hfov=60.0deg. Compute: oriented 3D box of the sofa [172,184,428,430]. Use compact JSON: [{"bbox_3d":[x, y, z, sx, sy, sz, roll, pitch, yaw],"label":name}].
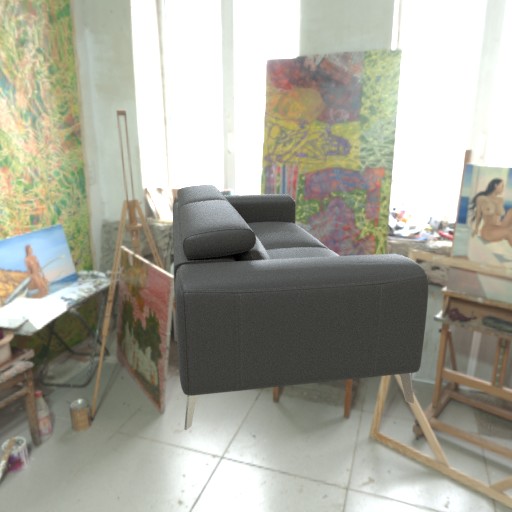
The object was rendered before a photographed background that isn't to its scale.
[{"bbox_3d":[0.000,0.000,2.815,1.023,0.759,2.321,-3,16,-10],"label":"sofa"}]
